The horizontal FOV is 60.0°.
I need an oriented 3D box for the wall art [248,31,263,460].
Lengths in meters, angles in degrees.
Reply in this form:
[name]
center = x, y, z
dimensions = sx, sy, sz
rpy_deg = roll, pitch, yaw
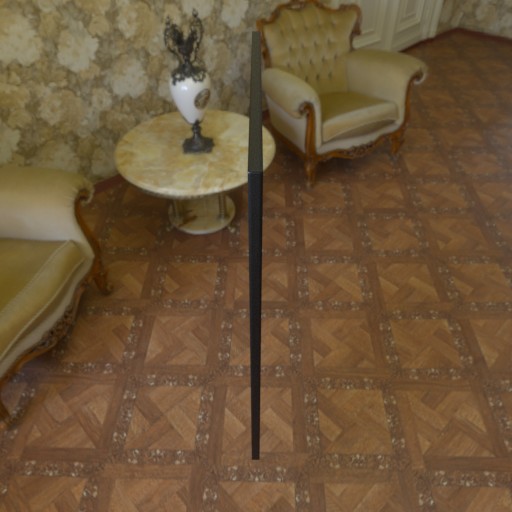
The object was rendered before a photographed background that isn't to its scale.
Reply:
[wall art]
center = 0.000, 0.000, 0.839
dimensions = 0.016, 0.657, 0.480
rpy_deg = 0, 42, 0
